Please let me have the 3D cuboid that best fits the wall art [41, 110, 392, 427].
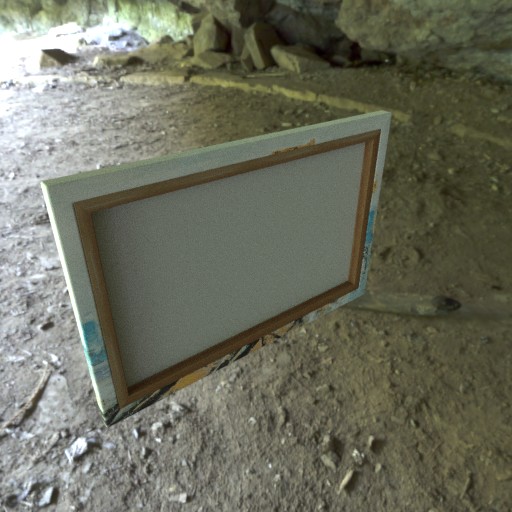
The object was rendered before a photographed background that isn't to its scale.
[{"bbox_3d":[0.000,0.000,1.148,0.913,0.609,0.038,-21,36,-31],"label":"wall art"}]
